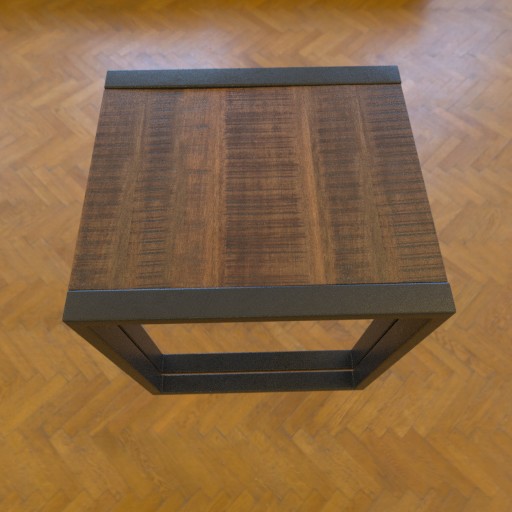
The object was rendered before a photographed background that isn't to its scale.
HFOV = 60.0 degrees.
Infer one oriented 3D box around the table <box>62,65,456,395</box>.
[{"bbox_3d":[0.000,0.000,0.904,0.500,0.550,0.449,-1,63,-1],"label":"table"}]
